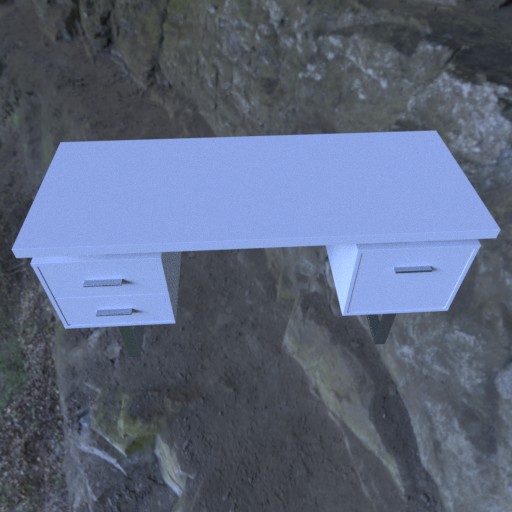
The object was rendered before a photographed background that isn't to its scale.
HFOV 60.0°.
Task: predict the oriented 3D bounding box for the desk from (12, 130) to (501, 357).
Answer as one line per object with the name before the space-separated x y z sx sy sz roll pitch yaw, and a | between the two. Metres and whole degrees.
desk | 0.000 0.000 1.866 1.530 0.773 0.603 -2 46 -2
